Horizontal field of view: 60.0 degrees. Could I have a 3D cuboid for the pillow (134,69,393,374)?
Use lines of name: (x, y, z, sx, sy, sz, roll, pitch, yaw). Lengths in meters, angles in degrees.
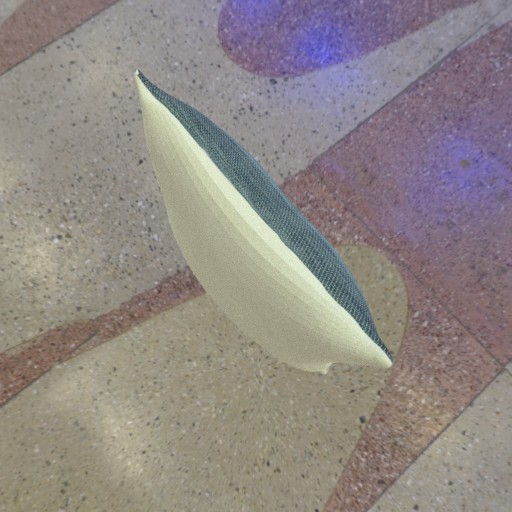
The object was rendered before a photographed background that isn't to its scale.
pillow: (0.000, 0.000, 0.675, 0.182, 0.441, 0.440, -38, 79, -9)
